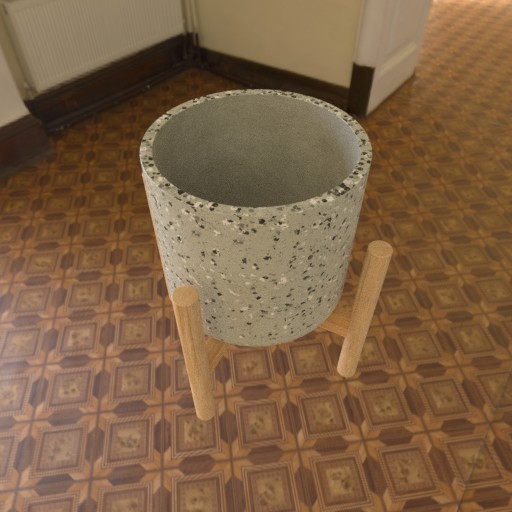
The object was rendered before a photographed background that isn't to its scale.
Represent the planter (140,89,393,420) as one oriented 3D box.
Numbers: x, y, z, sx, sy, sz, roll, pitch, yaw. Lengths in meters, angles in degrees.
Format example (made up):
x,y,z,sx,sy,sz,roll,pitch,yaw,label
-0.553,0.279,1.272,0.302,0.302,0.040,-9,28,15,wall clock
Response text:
x,y,z,sx,sy,sz,roll,pitch,yaw,label
0.000,0.000,0.545,0.284,0.320,0.284,-31,53,-27,planter
